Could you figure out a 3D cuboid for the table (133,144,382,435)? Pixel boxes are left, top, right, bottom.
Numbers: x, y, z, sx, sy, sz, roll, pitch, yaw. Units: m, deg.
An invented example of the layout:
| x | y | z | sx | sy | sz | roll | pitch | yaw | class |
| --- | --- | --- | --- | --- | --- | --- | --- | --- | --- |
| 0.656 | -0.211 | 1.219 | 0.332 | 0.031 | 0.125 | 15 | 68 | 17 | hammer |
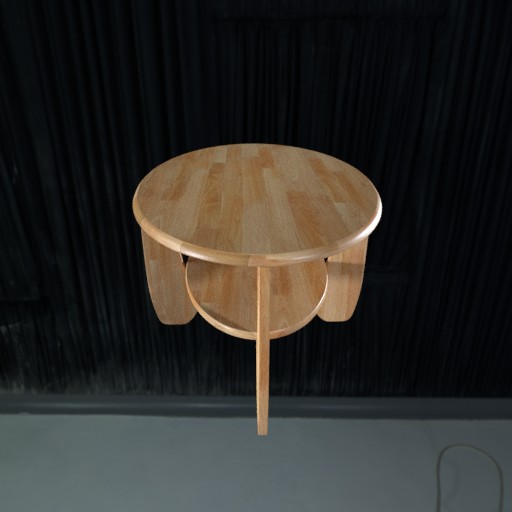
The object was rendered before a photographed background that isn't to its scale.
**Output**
| x | y | z | sx | sy | sz | roll | pitch | yaw | class |
| --- | --- | --- | --- | --- | --- | --- | --- | --- | --- |
| 0.000 | 0.000 | 1.390 | 0.690 | 0.490 | 1.040 | -1 | 26 | -2 | table |
